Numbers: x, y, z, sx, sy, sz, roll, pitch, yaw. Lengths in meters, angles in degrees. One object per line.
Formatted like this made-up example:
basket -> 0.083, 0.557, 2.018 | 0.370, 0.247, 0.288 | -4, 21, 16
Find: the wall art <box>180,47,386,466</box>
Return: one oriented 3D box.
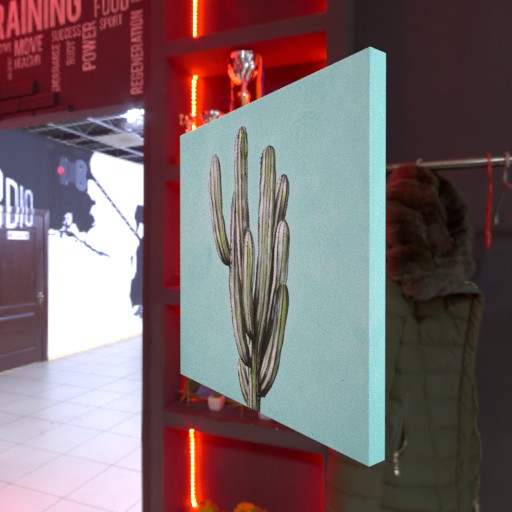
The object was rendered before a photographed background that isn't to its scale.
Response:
wall art -> 0.000, 0.000, 0.889 | 0.036, 0.603, 0.603 | 0, 1, -36
